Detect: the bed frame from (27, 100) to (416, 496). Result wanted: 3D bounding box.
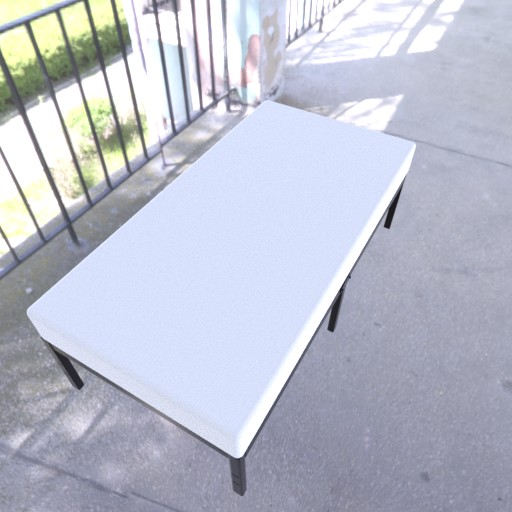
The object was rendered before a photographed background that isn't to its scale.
[{"bbox_3d":[0.000,0.000,2.385,1.023,0.659,1.950,23,52,20],"label":"bed frame"}]
